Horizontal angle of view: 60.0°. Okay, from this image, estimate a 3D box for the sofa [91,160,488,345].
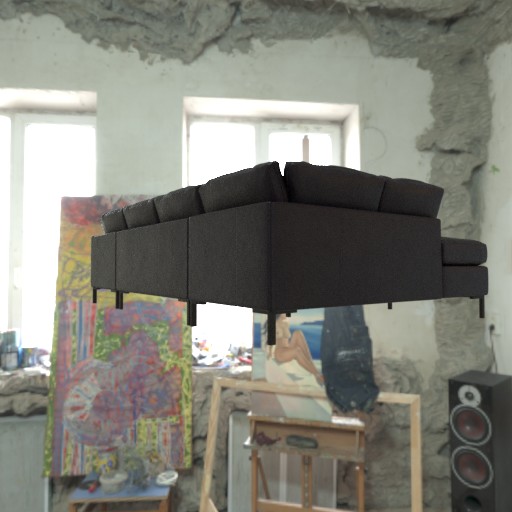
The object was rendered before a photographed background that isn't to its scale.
[{"bbox_3d":[0.000,0.000,3.751,1.939,0.900,2.956,1,-2,-36],"label":"sofa"}]
